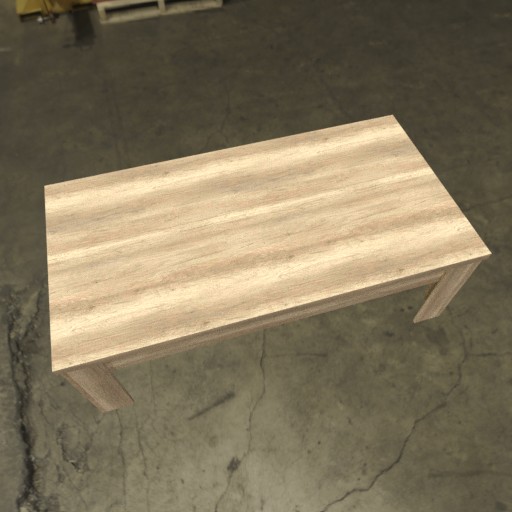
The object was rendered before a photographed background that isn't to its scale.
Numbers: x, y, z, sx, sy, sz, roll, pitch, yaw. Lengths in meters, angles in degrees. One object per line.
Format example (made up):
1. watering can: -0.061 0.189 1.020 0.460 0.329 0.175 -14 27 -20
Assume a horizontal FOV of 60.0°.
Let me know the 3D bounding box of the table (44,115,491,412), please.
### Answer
1. table: 0.000 0.000 1.675 1.350 0.460 0.700 -14 57 -9
